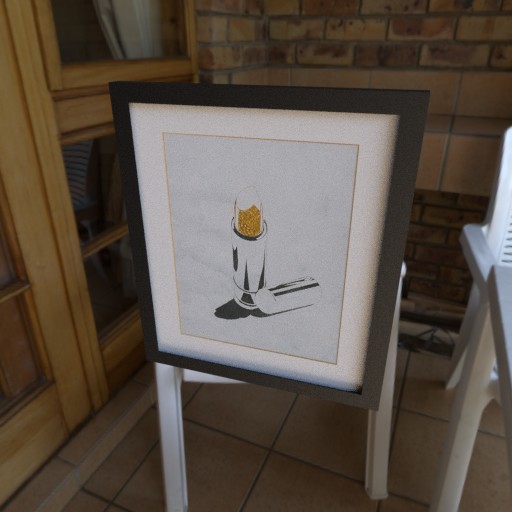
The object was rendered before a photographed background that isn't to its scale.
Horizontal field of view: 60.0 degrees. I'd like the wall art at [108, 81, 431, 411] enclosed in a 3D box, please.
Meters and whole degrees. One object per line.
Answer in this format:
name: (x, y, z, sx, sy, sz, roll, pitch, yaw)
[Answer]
wall art: (0.000, 0.000, 0.529, 0.330, 0.381, 0.019, 8, 27, 16)
